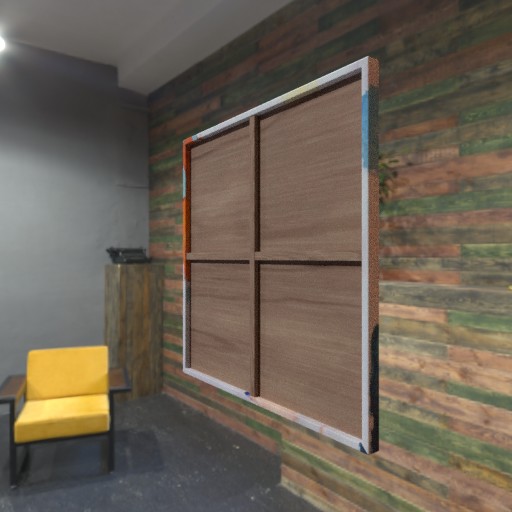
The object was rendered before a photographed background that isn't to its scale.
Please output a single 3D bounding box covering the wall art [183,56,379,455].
[{"bbox_3d":[0.000,0.000,1.547,0.044,1.017,1.017,0,0,-37],"label":"wall art"}]
